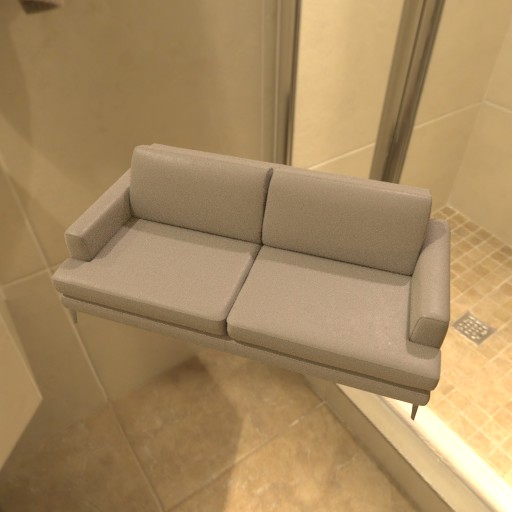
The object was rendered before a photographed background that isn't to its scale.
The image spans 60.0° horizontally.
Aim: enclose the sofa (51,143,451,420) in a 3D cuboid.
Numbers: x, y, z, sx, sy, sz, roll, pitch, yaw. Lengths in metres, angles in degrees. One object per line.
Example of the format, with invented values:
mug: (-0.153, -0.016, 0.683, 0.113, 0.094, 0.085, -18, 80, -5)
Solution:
sofa: (0.000, 0.000, 2.385, 1.940, 0.765, 0.974, 12, 44, 13)
